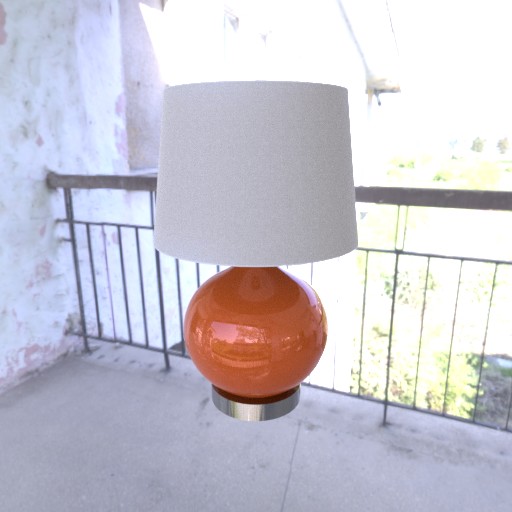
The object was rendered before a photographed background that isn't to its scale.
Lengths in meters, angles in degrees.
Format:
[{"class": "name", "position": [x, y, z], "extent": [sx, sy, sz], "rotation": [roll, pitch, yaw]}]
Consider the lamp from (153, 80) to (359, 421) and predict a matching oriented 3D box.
[{"class": "lamp", "position": [0.000, 0.000, 0.551], "extent": [0.247, 0.387, 0.247], "rotation": [0, 15, 0]}]
